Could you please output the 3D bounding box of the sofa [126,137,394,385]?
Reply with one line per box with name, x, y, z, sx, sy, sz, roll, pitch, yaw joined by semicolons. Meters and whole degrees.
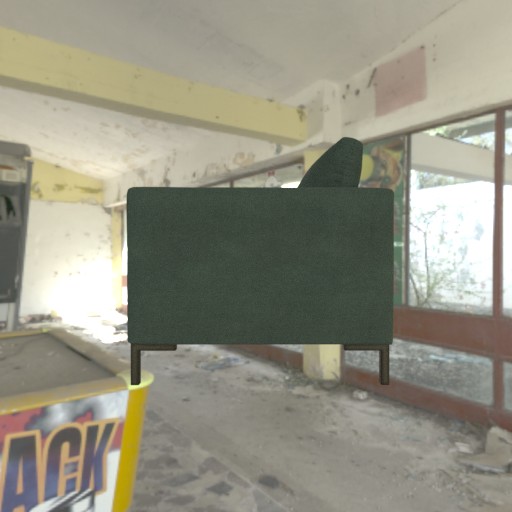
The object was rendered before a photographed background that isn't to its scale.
sofa;0.000;0.000;2.211;0.875;0.817;1.676;0;0;0
